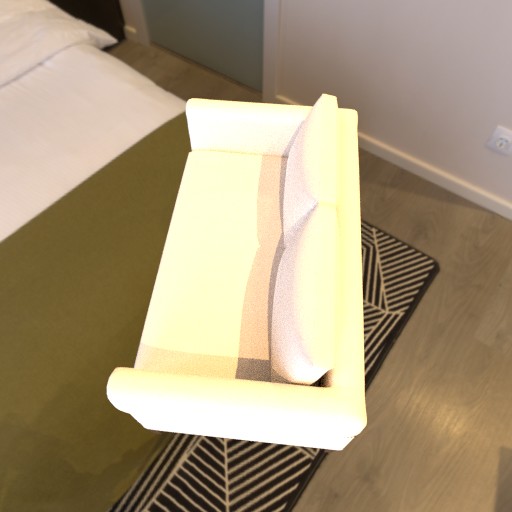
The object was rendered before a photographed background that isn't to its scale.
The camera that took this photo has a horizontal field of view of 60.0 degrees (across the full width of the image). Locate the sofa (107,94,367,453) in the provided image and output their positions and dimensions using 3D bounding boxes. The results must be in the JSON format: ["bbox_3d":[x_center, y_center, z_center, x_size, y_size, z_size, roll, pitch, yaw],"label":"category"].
[{"bbox_3d":[0.000,0.000,2.109,0.905,0.873,1.598,5,58,3],"label":"sofa"}]
